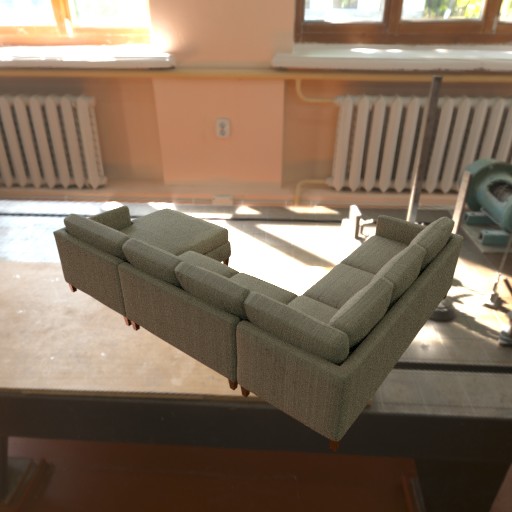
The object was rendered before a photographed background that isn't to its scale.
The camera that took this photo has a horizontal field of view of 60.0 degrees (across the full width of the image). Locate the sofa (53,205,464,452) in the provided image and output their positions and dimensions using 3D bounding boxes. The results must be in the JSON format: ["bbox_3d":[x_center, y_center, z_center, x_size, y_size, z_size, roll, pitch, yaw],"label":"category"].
[{"bbox_3d":[0.000,0.000,4.709,3.460,0.961,2.594,21,35,33],"label":"sofa"}]
